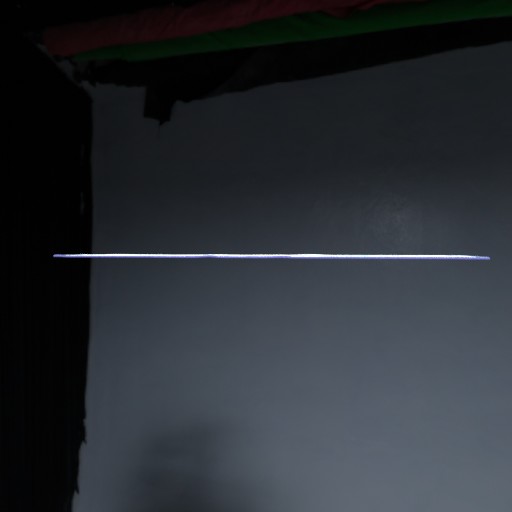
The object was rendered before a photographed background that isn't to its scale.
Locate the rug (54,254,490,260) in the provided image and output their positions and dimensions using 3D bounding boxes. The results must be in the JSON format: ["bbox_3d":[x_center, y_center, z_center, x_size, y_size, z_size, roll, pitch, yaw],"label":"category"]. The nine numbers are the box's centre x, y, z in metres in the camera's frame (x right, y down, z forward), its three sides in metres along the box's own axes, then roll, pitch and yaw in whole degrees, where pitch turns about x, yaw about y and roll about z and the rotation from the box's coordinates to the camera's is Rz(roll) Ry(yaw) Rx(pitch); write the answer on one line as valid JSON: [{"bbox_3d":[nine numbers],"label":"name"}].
[{"bbox_3d":[0.000,0.000,2.516,2.283,0.016,0.602,0,1,18],"label":"rug"}]
